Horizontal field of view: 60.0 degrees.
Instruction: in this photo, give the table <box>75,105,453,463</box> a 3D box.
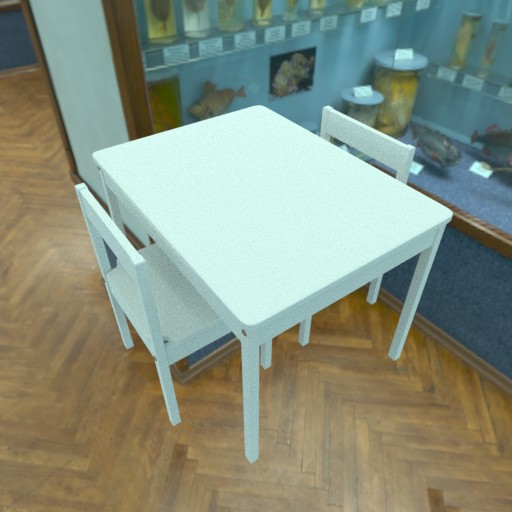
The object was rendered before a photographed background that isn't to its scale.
[{"bbox_3d":[0.000,0.000,1.089,0.672,0.503,0.650,-25,47,-26],"label":"table"}]
